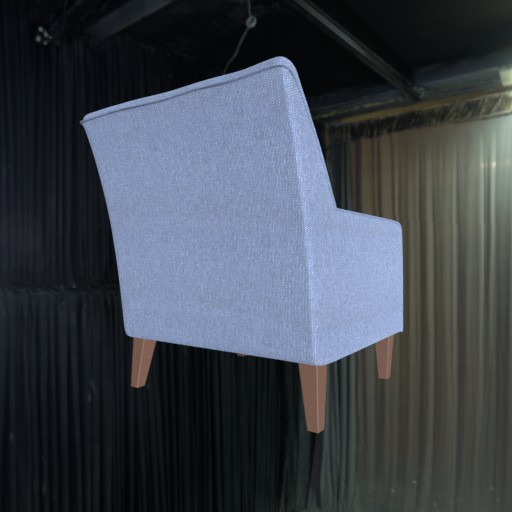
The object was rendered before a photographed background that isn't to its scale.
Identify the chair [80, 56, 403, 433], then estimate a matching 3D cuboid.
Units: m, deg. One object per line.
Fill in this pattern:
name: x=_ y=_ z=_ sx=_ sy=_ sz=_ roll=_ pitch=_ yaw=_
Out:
chair: x=0.000 y=0.000 z=1.557 sx=0.780 sy=0.919 sz=0.899 roll=0 pitch=0 yaw=35
